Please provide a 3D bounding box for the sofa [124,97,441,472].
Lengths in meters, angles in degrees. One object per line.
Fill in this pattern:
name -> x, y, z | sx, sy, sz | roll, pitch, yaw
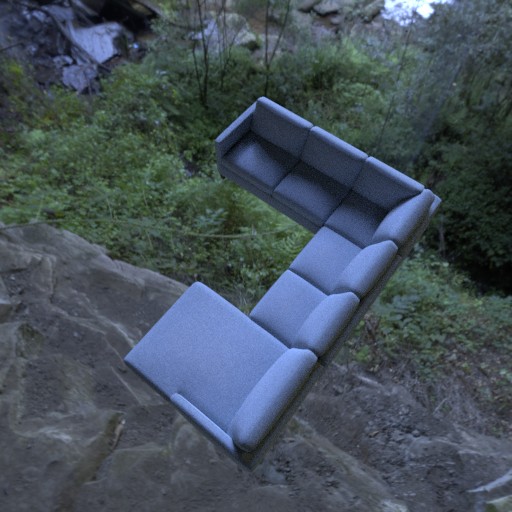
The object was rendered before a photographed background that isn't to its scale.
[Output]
sofa -> 0.000, 0.000, 4.764 | 2.551, 0.889, 3.403 | 35, 68, 17
